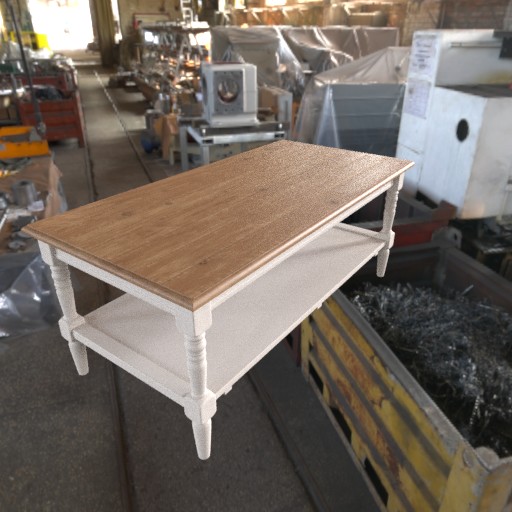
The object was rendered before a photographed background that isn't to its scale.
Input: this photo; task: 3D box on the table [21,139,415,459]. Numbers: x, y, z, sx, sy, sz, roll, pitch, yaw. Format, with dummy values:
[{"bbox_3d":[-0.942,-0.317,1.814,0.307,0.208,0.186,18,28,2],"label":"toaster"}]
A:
[{"bbox_3d":[0.000,0.000,1.400,0.559,0.458,1.118,19,33,32],"label":"table"}]
